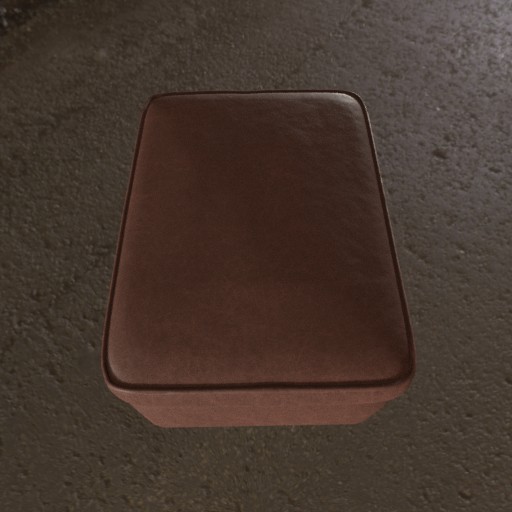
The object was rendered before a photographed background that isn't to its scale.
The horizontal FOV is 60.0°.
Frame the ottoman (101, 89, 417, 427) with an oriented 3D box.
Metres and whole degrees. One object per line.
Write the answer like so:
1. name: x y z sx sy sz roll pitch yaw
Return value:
1. ottoman: 0.000 0.000 1.066 0.548 0.449 0.749 -1 59 0
